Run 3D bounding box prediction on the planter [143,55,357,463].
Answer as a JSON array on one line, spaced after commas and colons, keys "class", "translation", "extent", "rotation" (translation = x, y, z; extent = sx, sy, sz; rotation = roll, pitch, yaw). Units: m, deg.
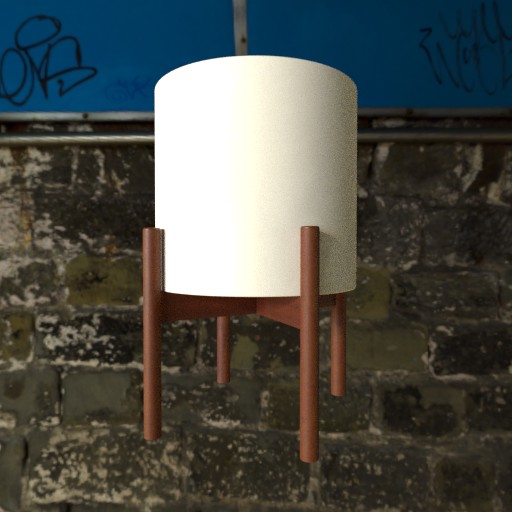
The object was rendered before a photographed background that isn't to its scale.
[{"class": "planter", "translation": [0.000, 0.000, 0.945], "extent": [0.417, 0.670, 0.417], "rotation": [0, 1, 18]}]
